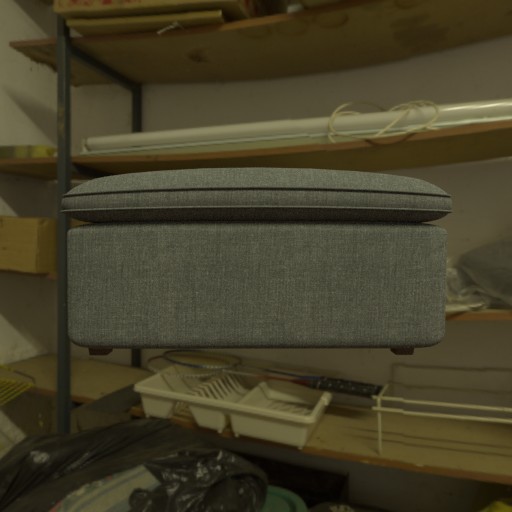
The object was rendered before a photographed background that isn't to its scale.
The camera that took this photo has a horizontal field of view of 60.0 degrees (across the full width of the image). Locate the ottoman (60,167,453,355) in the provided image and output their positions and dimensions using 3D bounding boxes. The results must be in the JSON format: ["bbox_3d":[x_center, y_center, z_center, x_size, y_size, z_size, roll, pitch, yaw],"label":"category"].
[{"bbox_3d":[0.000,0.000,1.685,1.067,0.559,1.067,0,0,0],"label":"ottoman"}]
